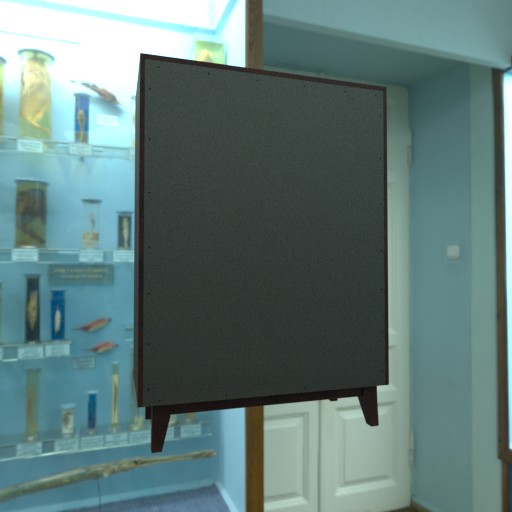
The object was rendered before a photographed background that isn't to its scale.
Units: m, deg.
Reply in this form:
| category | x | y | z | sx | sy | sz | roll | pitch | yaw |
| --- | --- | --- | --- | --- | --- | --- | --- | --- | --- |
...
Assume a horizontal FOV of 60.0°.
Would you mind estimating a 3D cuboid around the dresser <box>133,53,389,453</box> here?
| category | x | y | z | sx | sy | sz | roll | pitch | yaw |
| --- | --- | --- | --- | --- | --- | --- | --- | --- | --- |
| dresser | 0.000 | 0.000 | 2.052 | 1.072 | 1.514 | 0.506 | 0 | -2 | -17 |
